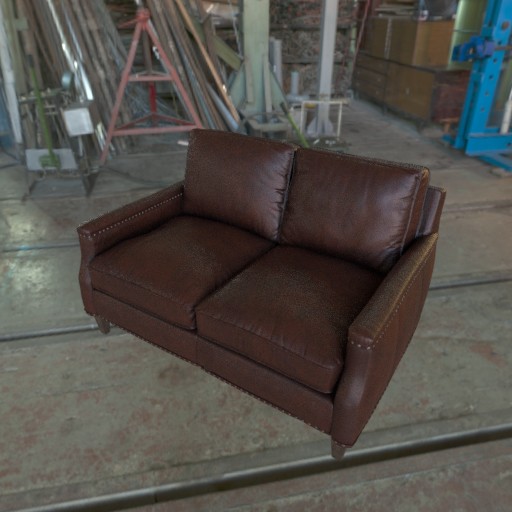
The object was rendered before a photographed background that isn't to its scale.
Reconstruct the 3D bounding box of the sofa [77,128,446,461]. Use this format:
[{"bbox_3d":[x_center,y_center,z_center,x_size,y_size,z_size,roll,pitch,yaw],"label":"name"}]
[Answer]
[{"bbox_3d":[0.000,0.000,2.280,1.628,1.003,1.083,18,35,28],"label":"sofa"}]
